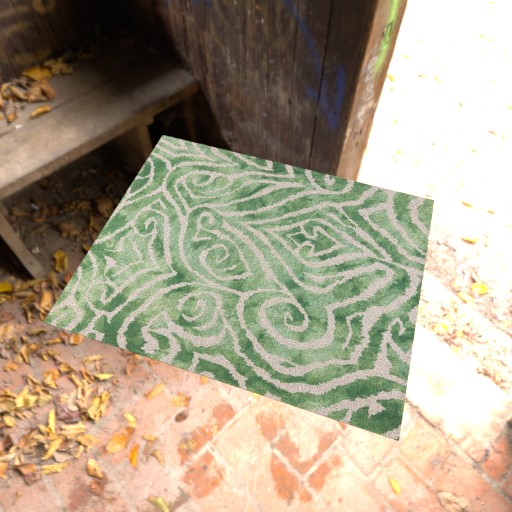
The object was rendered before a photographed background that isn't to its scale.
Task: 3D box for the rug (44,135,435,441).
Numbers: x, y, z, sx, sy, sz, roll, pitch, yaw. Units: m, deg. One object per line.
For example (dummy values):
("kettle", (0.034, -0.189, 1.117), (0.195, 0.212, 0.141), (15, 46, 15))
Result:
("rug", (0.000, 0.000, 4.176), (3.045, 0.007, 2.436), (16, 59, 10))
